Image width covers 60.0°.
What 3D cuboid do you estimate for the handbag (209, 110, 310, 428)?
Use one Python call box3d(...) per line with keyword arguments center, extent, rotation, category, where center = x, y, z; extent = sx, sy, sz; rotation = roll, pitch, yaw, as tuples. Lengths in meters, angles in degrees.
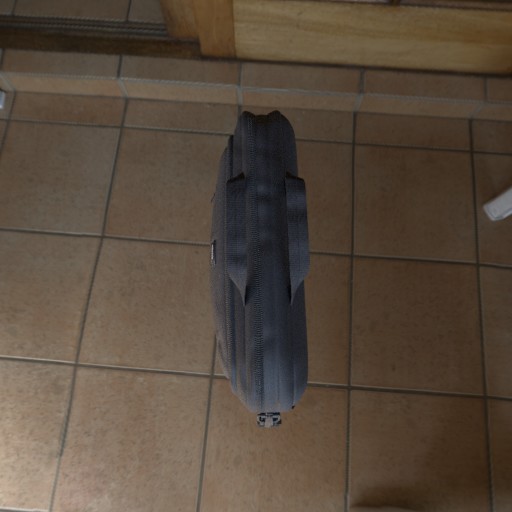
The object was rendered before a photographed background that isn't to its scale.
box3d(center=(0.000, 0.000, 0.432), extent=(0.089, 0.244, 0.320), rotation=(-1, 74, 0), category="handbag")
